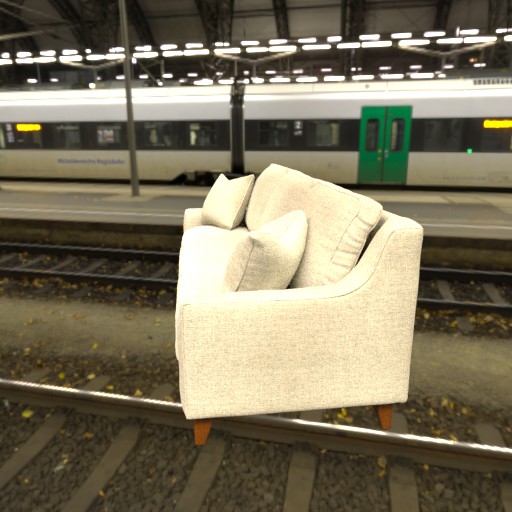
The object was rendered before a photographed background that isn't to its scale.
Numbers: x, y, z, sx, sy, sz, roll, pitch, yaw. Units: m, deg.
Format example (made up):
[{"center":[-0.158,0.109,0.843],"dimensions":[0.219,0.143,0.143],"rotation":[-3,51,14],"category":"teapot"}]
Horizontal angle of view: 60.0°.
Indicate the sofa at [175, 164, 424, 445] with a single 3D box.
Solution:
[{"center":[0.000,0.000,2.480],"dimensions":[0.865,0.914,2.031],"rotation":[-2,15,-8],"category":"sofa"}]
